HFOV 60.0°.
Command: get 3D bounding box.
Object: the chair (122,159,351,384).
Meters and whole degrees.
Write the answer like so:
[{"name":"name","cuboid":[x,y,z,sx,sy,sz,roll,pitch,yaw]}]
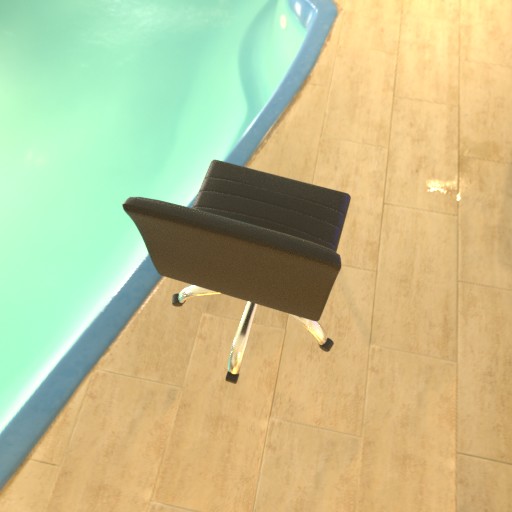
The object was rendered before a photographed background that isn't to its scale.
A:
[{"name":"chair","cuboid":[0.000,0.000,1.148,0.556,0.780,0.530,16,65,8]}]
